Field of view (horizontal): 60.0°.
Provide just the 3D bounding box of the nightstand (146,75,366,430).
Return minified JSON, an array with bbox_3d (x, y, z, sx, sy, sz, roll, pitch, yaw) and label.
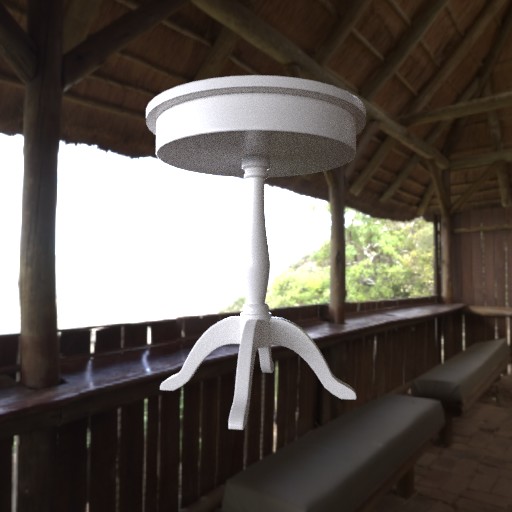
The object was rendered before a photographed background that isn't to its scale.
[{"bbox_3d":[0.000,0.000,1.058,0.513,0.653,0.513,0,-1,18],"label":"nightstand"}]
